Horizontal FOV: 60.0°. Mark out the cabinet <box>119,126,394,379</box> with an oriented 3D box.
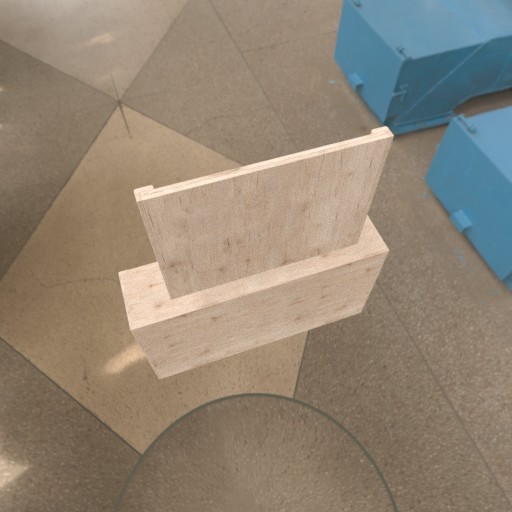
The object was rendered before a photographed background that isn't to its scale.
[{"bbox_3d":[0.000,0.000,2.796,1.700,1.981,0.420,-16,59,-10],"label":"cabinet"}]
